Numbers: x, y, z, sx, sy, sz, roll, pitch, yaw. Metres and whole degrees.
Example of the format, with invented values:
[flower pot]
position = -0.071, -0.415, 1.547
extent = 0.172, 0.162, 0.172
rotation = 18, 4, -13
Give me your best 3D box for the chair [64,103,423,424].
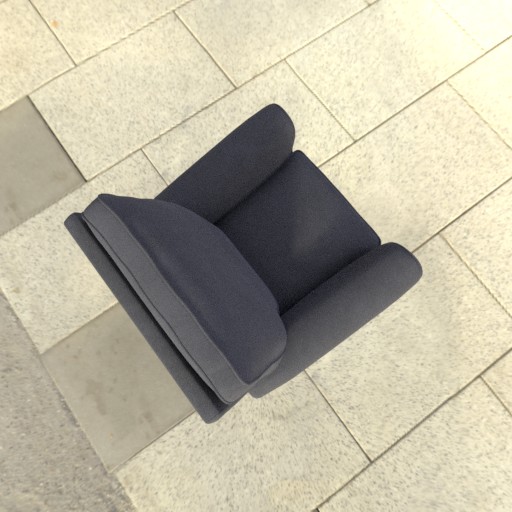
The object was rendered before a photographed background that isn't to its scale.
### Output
[chair]
position = 0.000, 0.000, 1.653
extent = 0.878, 0.961, 0.890
rotation = -37, 79, -9
